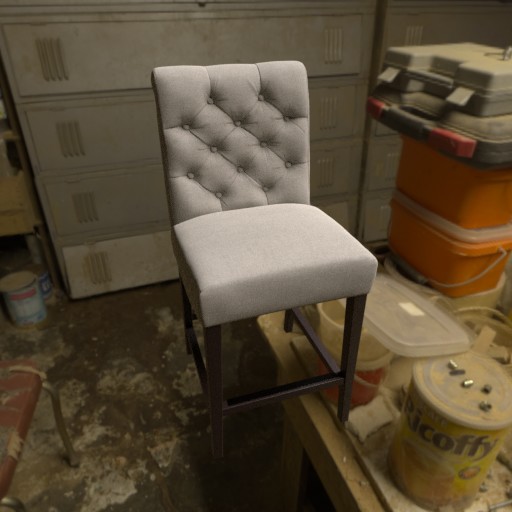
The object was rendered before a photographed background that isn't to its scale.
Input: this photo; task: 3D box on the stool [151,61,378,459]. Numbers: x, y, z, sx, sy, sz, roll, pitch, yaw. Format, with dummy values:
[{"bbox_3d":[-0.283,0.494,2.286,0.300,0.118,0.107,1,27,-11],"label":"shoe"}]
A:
[{"bbox_3d":[0.000,0.000,1.372,0.493,1.040,0.601,-10,32,-16],"label":"stool"}]
